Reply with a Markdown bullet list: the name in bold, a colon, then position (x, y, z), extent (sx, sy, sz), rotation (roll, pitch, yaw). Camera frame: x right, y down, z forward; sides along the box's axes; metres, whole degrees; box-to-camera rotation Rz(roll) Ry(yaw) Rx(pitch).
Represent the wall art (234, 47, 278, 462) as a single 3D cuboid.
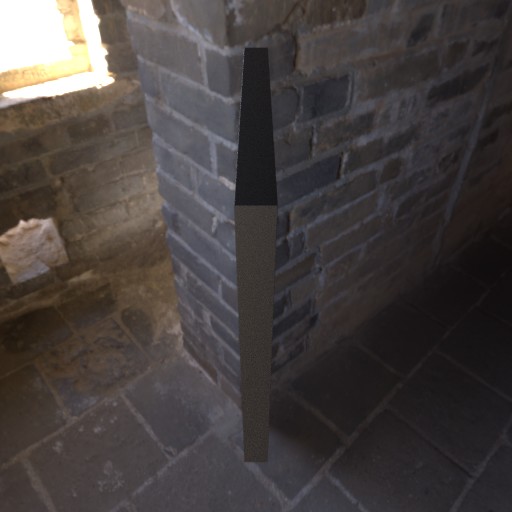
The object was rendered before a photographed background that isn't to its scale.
- **wall art**: position (0.000, 0.000, 0.539), extent (0.029, 0.381, 0.330), rotation (0, 42, 0)
